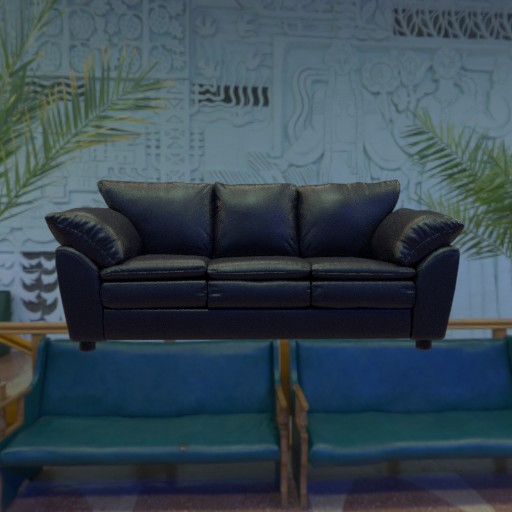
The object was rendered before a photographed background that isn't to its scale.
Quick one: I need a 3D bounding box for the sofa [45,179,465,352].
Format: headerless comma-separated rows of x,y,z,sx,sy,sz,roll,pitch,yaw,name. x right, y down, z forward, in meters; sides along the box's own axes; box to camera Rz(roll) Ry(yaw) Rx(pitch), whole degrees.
0.000,0.000,2.850,2.336,1.073,0.880,0,1,-1,sofa
